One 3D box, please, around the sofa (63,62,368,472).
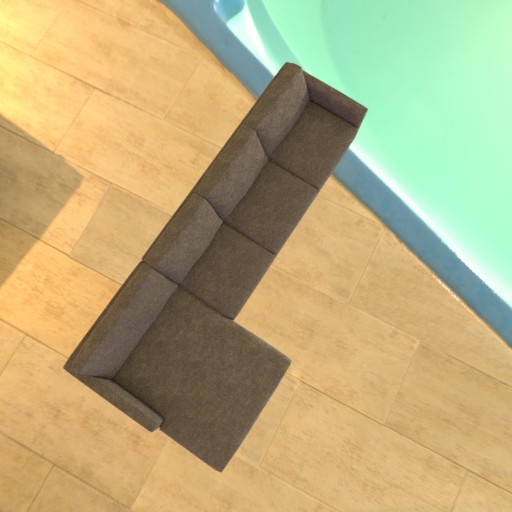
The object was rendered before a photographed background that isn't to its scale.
[{"bbox_3d":[0.000,0.000,4.134,1.606,0.954,3.471,33,80,7],"label":"sofa"}]
